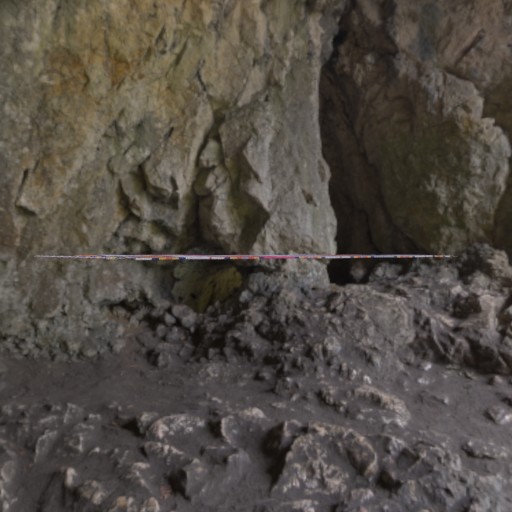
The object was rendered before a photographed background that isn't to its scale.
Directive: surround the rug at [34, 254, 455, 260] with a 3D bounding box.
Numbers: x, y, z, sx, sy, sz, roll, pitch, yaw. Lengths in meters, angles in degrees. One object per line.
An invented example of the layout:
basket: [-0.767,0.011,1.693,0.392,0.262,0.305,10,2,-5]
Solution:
rug: [0.000,0.000,2.205,1.849,0.013,1.084,0,0,-37]
